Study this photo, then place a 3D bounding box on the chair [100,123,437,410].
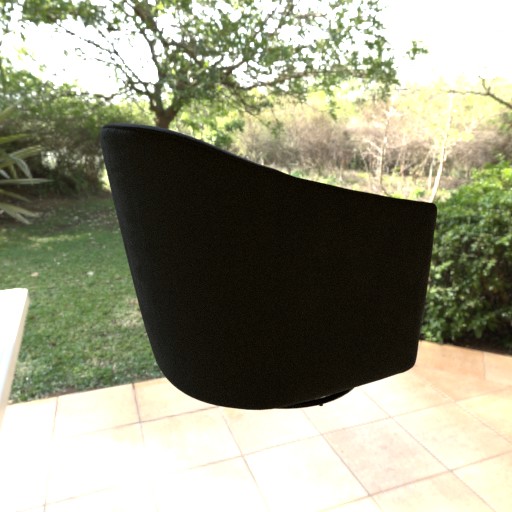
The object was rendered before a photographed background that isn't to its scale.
[{"bbox_3d":[0.000,0.000,1.414,0.875,0.799,0.747,-7,16,-26],"label":"chair"}]
